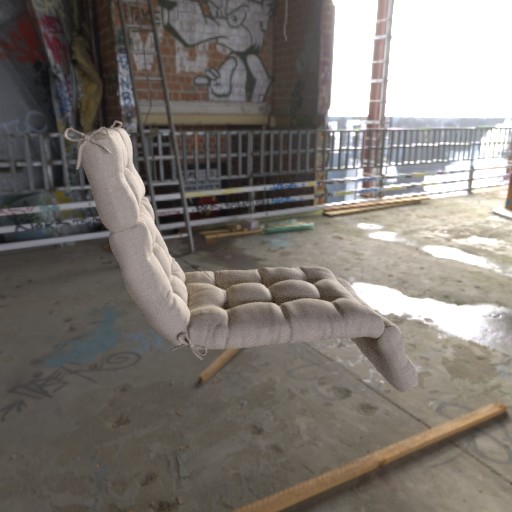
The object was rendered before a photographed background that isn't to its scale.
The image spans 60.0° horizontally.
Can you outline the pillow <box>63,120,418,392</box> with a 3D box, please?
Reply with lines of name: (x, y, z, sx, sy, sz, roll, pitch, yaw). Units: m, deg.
pillow: (0.000, 0.000, 1.477, 1.016, 0.863, 0.526, -3, 18, -11)
